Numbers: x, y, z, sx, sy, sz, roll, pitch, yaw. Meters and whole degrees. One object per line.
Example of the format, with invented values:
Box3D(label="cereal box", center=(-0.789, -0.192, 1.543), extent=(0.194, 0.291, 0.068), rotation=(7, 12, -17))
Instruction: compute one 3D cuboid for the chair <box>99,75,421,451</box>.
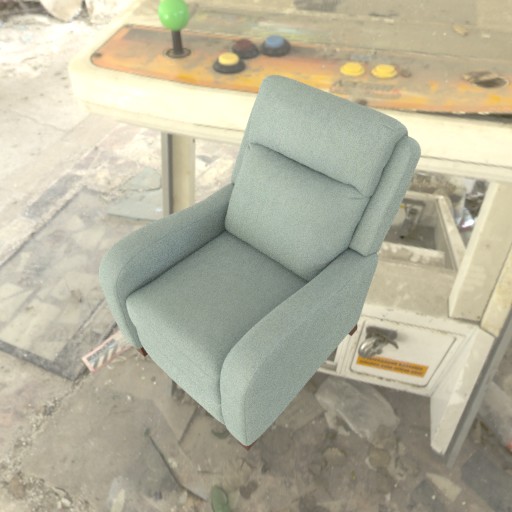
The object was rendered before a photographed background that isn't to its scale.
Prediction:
Box3D(label="chair", center=(0.000, 0.000, 1.768), extent=(0.785, 1.067, 0.988), rotation=(32, 54, 27))
